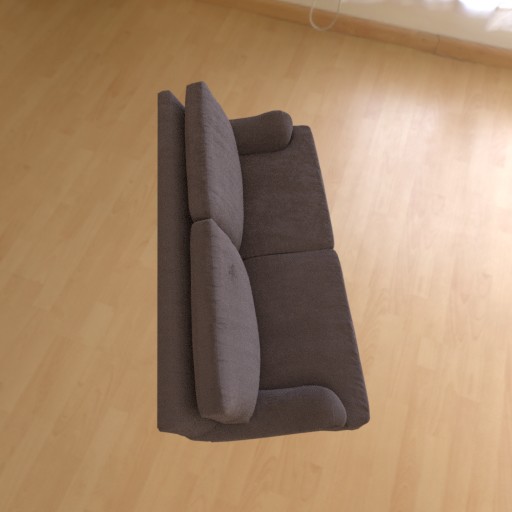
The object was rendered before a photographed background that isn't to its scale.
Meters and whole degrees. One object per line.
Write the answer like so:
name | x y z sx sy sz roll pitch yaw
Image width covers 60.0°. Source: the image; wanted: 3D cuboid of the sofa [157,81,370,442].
sofa | 0.000 0.000 2.832 1.086 1.087 2.165 -5 63 -3
